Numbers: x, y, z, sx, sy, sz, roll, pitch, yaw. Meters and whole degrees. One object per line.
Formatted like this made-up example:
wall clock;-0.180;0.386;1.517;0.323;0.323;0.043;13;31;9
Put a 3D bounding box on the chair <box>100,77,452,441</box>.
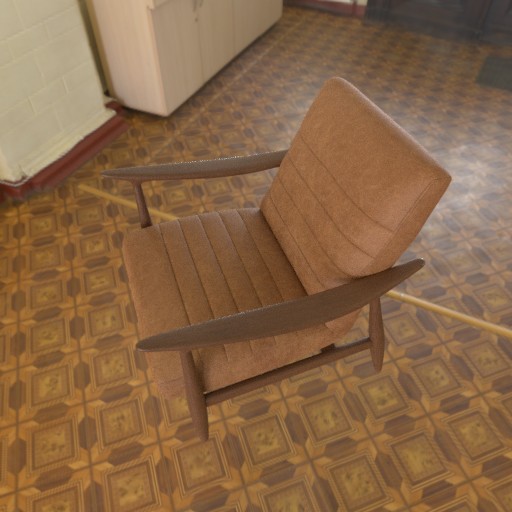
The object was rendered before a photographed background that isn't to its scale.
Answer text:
chair;0.000;0.000;1.399;0.798;0.832;0.741;-15;49;-14
